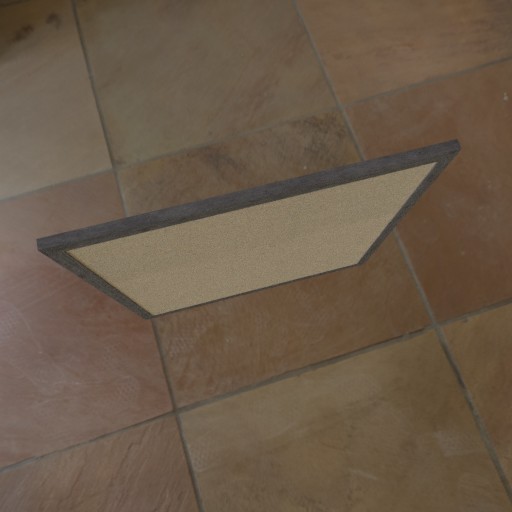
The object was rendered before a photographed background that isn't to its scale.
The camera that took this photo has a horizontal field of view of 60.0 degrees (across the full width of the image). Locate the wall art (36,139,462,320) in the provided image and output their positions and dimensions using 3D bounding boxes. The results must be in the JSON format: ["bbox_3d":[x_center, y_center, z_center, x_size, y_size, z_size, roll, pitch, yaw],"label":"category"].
[{"bbox_3d":[0.000,0.000,0.683,0.457,0.457,0.013,-14,74,-4],"label":"wall art"}]
